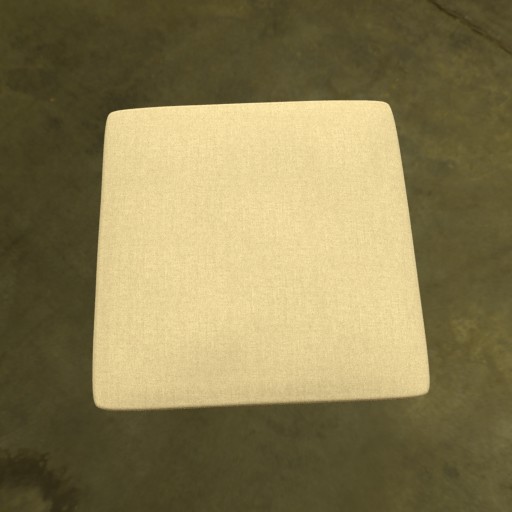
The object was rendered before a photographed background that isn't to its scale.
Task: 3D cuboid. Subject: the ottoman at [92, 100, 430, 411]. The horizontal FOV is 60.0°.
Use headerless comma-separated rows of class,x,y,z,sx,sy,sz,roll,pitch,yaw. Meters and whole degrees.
ottoman,0.000,0.000,1.328,0.843,0.436,0.840,-2,75,-1
